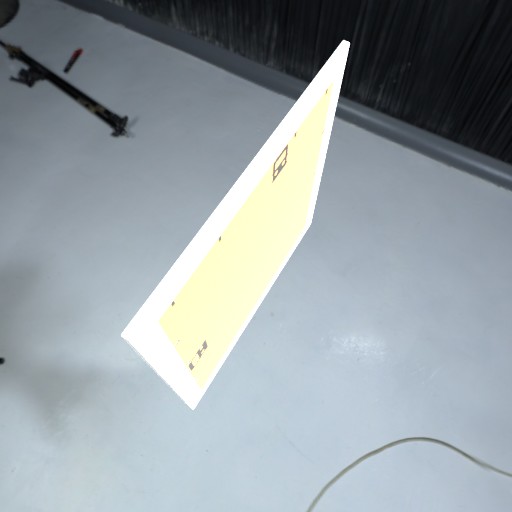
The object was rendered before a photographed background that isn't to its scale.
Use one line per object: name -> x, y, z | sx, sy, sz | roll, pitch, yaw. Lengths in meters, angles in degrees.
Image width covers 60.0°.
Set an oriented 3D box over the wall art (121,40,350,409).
wall art -> 0.000, 0.000, 0.880 | 0.013, 0.584, 0.584 | 28, 67, 13
